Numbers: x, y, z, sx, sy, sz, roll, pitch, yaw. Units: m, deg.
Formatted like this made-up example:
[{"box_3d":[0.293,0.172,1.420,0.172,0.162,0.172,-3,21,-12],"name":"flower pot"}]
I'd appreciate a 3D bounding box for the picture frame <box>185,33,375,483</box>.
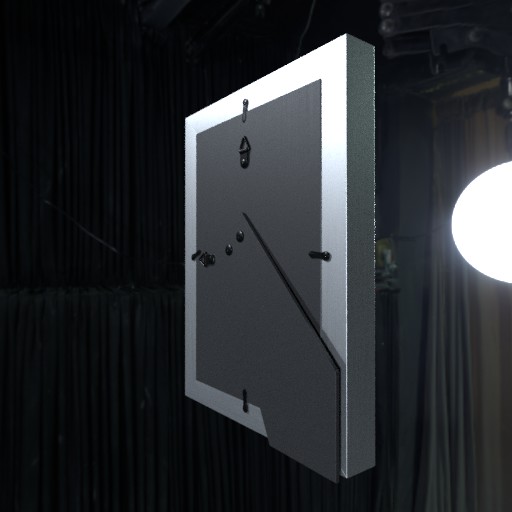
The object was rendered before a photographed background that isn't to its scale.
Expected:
[{"box_3d":[0.000,0.000,0.273,0.028,0.208,0.157,0,0,-37],"name":"picture frame"}]
